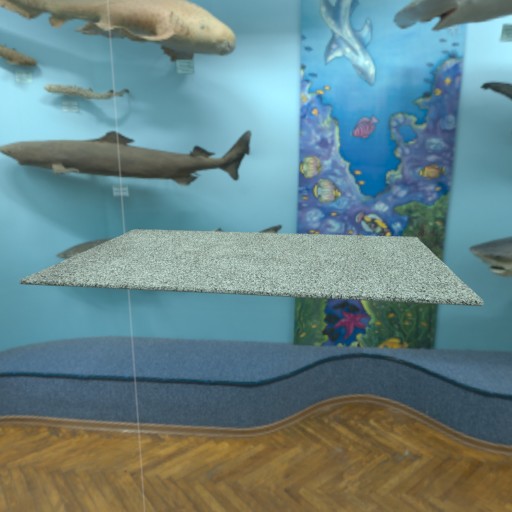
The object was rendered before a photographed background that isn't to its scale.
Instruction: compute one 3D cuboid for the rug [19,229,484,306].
[{"bbox_3d":[0.000,0.000,3.423,2.743,0.030,1.778,2,14,8],"label":"rug"}]
